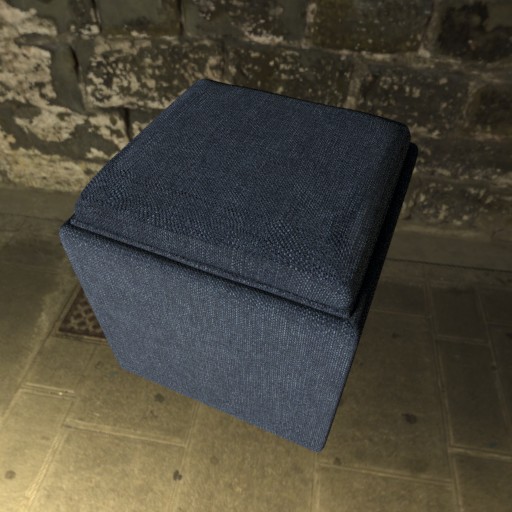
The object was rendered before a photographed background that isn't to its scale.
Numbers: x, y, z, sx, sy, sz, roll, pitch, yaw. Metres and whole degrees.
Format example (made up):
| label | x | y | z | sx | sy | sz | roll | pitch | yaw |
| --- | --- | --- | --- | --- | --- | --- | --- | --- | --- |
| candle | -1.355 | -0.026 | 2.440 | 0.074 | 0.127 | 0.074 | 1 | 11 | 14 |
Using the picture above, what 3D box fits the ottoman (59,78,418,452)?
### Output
| label | x | y | z | sx | sy | sz | roll | pitch | yaw |
| --- | --- | --- | --- | --- | --- | --- | --- | --- | --- |
| ottoman | 0.000 | 0.000 | 0.843 | 0.454 | 0.493 | 0.436 | 18 | 50 | 15 |
